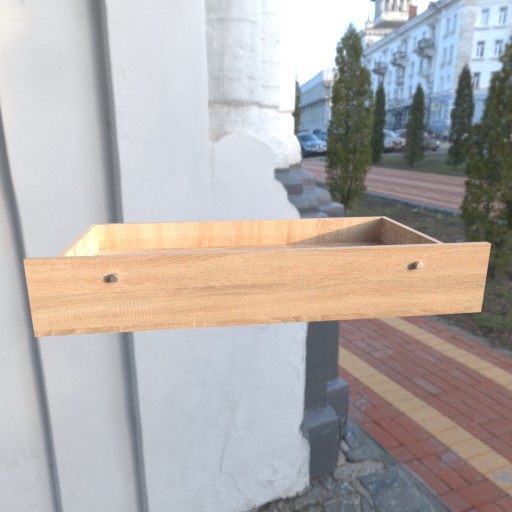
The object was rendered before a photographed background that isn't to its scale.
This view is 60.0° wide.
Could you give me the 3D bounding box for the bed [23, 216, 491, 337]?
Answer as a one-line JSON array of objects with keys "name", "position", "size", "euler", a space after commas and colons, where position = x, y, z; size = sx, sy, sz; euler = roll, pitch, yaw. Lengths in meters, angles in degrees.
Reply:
[{"name": "bed", "position": [0.000, 0.000, 1.469], "size": [1.200, 0.209, 0.685], "euler": [-2, 16, -7]}]
